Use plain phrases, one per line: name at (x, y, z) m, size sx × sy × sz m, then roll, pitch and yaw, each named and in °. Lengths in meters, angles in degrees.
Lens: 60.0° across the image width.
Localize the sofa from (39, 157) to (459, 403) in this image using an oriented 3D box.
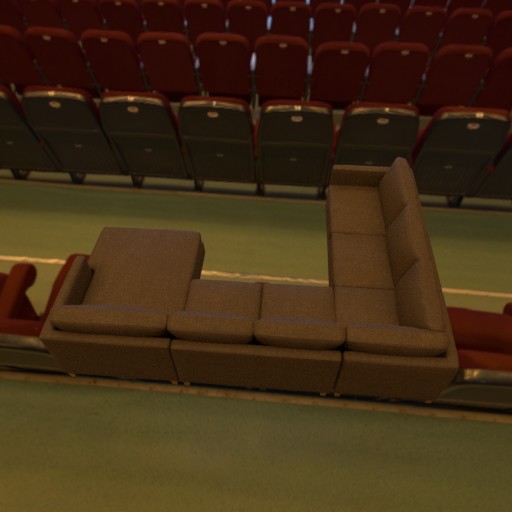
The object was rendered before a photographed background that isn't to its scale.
sofa at (0.000, 0.000, 4.595) m, size 3.460 × 0.961 × 2.594 m, roll 3°, pitch 49°, yaw 3°
